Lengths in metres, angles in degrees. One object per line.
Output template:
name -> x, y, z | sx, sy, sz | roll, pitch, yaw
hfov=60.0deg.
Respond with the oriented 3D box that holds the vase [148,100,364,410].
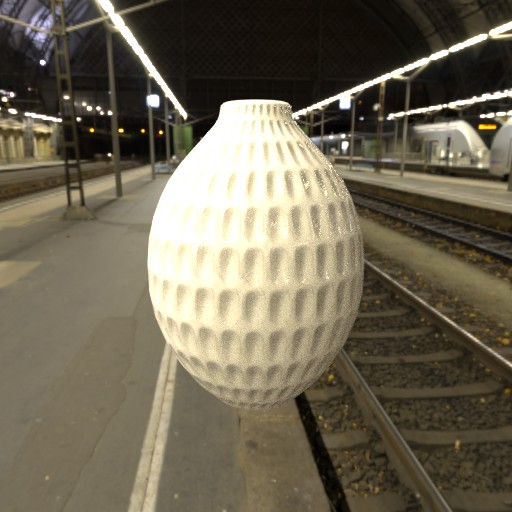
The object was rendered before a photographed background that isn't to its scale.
vase -> 0.000, 0.000, 0.340 | 0.162, 0.223, 0.162 | 0, 14, 0
